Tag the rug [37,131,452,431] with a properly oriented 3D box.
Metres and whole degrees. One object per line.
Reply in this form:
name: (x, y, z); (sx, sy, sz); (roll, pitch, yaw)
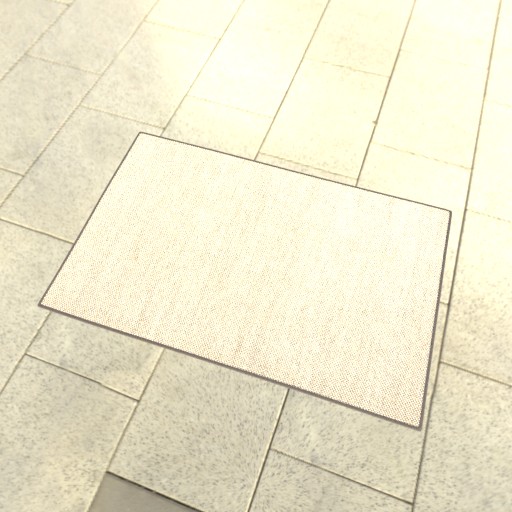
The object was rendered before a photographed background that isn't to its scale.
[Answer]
rug: (0.000, 0.000, 2.051); (1.676, 0.013, 1.067); (16, 63, 8)
